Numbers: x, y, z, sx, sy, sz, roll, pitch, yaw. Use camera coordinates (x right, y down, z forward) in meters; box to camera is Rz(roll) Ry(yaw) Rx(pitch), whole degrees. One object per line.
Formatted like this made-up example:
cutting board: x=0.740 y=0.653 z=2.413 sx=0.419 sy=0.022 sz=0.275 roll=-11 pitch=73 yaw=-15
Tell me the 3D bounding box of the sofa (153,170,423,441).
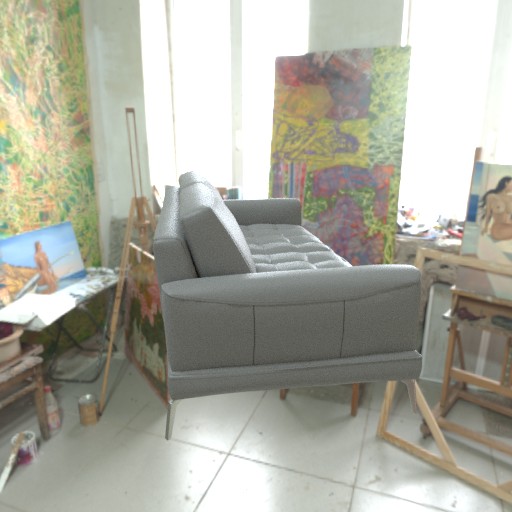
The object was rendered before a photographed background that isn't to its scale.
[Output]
sofa: x=0.000 y=0.000 z=2.755 sx=1.121 sy=0.930 sz=2.177 roll=-3 pitch=16 yaw=-9
